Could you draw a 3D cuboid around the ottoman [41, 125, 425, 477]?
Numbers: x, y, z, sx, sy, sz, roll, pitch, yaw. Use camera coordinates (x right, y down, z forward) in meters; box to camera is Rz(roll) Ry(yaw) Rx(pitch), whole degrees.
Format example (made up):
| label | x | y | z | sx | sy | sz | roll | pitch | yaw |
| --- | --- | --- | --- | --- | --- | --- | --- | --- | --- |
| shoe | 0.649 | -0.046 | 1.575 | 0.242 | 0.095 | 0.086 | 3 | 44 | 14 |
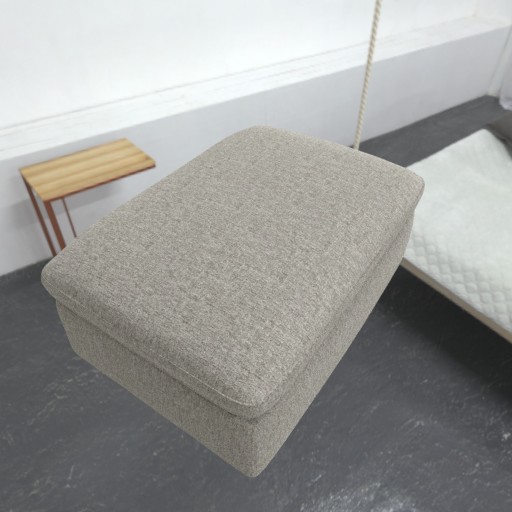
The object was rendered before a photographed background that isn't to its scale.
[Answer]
| label | x | y | z | sx | sy | sz | roll | pitch | yaw |
| --- | --- | --- | --- | --- | --- | --- | --- | --- | --- |
| ottoman | 0.000 | 0.000 | 1.323 | 0.694 | 0.451 | 0.977 | 25 | 48 | 25 |
